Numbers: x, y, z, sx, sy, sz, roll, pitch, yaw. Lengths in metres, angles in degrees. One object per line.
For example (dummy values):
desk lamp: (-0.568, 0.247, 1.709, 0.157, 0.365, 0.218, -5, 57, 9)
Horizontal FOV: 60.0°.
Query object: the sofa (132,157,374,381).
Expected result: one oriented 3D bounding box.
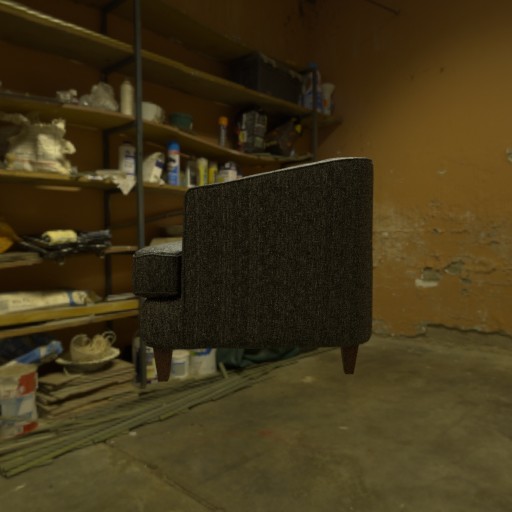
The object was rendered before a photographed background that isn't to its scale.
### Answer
sofa: (0.000, 0.000, 2.685, 0.941, 0.855, 2.278, 0, 2, -1)
